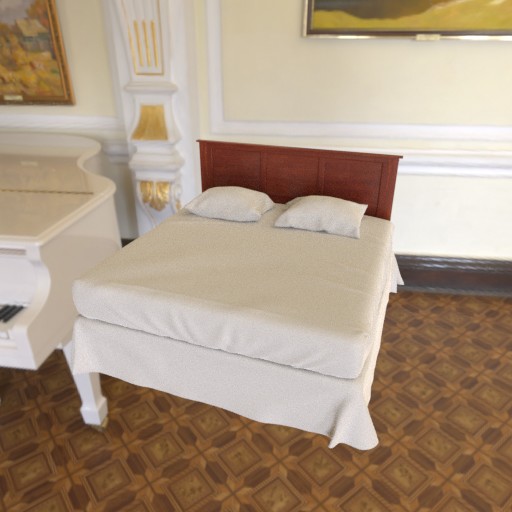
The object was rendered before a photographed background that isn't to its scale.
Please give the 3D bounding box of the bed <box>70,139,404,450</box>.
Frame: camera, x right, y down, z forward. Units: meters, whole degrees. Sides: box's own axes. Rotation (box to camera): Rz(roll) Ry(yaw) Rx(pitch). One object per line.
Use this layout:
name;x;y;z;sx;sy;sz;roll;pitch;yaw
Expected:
bed;0.000;0.000;3.539;2.314;1.271;2.219;9;28;18
